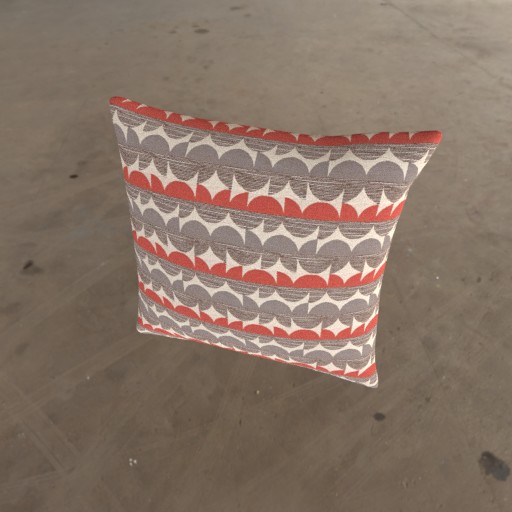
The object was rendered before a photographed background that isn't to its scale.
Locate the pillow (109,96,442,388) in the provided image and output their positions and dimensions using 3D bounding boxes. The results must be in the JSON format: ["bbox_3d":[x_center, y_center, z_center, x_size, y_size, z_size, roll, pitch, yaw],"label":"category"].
[{"bbox_3d":[0.000,0.000,0.644,0.420,0.410,0.180,10,42,11],"label":"pillow"}]
